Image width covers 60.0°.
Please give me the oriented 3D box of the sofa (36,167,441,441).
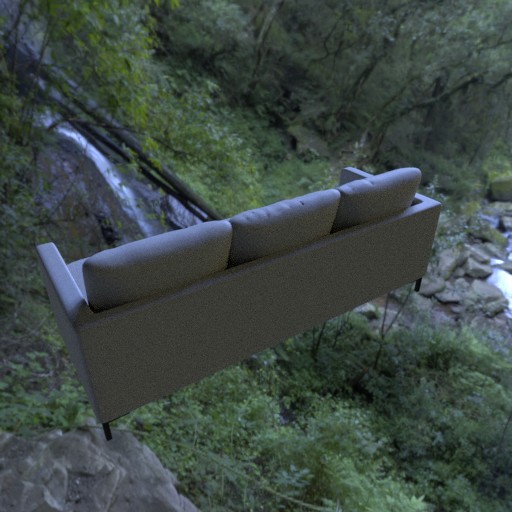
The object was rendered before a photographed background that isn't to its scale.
[{"bbox_3d":[0.000,0.000,2.631,2.218,0.874,0.859,-19,35,-28],"label":"sofa"}]
